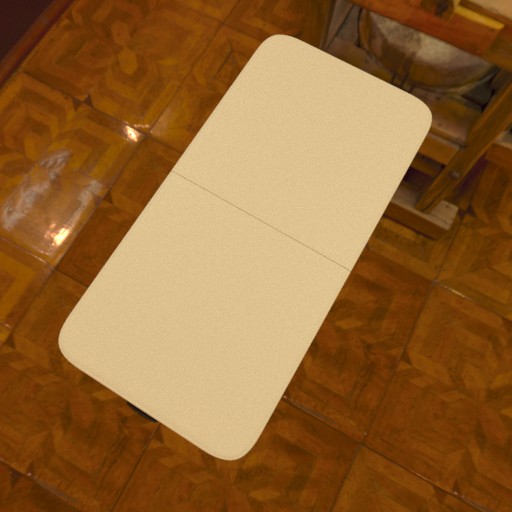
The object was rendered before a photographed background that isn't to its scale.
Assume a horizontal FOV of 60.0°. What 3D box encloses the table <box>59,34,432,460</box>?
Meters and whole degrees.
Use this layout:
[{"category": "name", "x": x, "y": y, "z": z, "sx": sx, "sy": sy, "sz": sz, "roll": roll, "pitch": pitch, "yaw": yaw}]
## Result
[{"category": "table", "x": 0.000, "y": 0.000, "z": 1.646, "sx": 0.611, "sy": 0.737, "sz": 1.245, "roll": 30, "pitch": 77, "yaw": 8}]
